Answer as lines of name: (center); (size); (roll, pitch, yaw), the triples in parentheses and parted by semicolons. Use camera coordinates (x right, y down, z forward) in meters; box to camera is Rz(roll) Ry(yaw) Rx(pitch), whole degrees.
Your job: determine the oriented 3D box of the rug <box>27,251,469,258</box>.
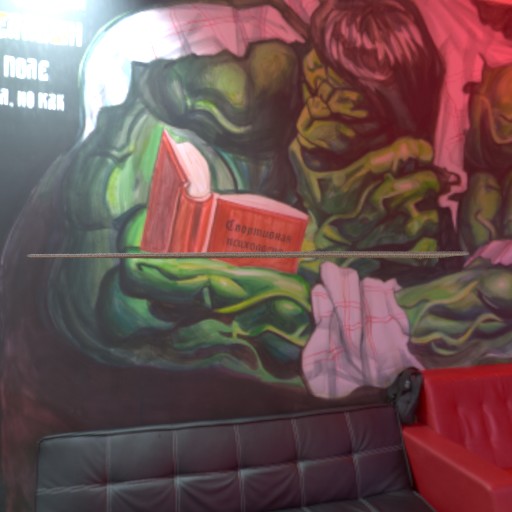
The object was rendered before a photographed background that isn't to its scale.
rug: (0.000, 0.000, 3.087); (2.498, 0.022, 1.535); (0, -1, 18)
